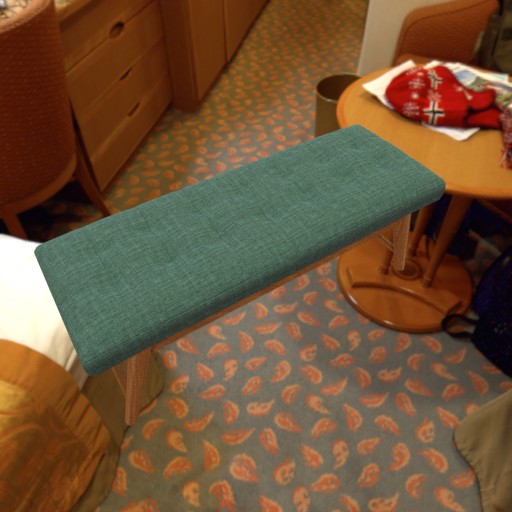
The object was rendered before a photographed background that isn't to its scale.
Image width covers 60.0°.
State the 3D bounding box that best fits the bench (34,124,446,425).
[{"bbox_3d":[0.000,0.000,1.361,1.118,0.432,0.406,-25,52,-22],"label":"bench"}]
